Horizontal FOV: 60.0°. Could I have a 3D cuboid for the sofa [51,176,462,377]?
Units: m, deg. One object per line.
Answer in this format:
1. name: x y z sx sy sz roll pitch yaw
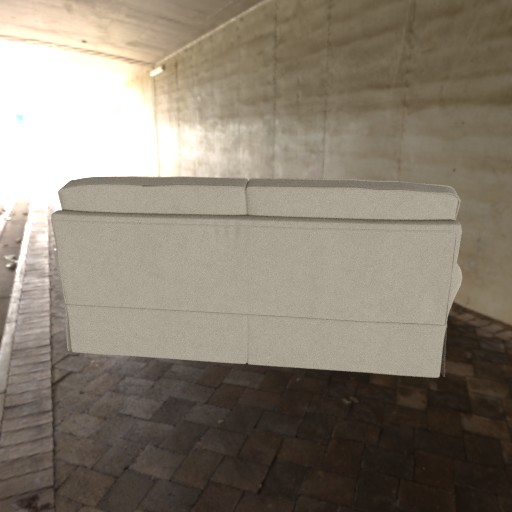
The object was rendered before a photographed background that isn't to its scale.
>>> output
1. sofa: 0.000 0.000 2.741 2.246 1.014 0.900 2 16 8
